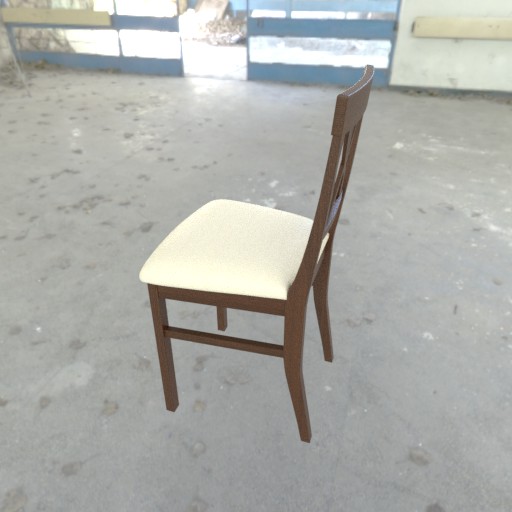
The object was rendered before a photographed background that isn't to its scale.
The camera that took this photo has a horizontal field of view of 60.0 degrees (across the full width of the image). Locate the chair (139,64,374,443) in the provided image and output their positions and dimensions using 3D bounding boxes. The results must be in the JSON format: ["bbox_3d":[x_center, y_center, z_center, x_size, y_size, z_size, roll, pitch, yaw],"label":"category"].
[{"bbox_3d":[0.000,0.000,1.176,0.480,0.913,0.440,10,32,16],"label":"chair"}]
